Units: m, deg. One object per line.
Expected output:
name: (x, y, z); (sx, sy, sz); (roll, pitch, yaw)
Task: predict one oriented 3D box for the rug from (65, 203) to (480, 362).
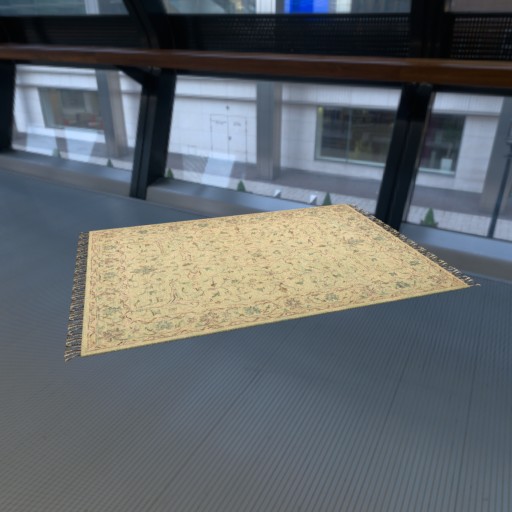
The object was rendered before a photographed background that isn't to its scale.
rug: (0.000, 0.000, 2.332); (1.802, 0.008, 1.247); (-8, 27, -16)
